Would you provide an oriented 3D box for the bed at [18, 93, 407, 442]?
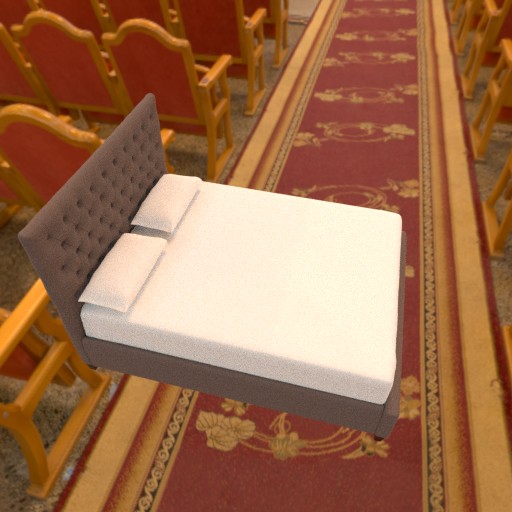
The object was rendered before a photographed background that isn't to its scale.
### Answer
[{"bbox_3d":[0.000,0.000,3.221,2.233,1.426,1.696,11,47,10],"label":"bed"}]
